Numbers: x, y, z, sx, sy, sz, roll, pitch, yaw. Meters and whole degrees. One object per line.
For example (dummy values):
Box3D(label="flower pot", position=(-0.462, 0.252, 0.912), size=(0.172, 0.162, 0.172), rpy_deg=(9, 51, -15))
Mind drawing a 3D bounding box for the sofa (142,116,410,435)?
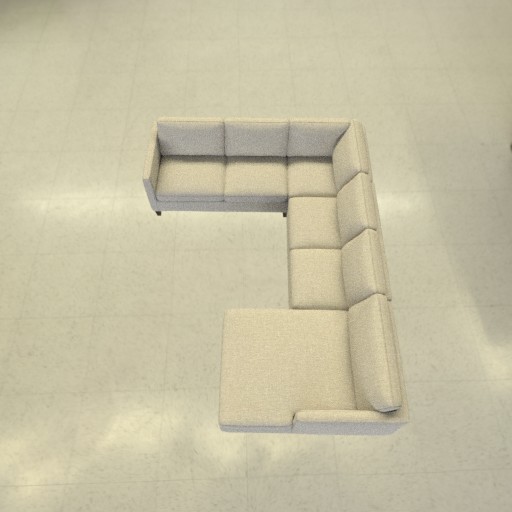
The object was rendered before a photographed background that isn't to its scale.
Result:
Box3D(label="sofa", position=(0.000, 0.000, 4.602), size=(2.551, 0.889, 3.403), rpy_deg=(1, 60, 0))
